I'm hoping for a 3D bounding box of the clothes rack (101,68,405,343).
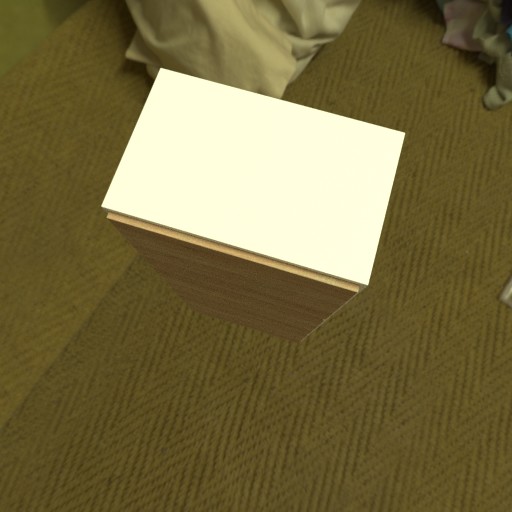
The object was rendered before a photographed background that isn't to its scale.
[{"bbox_3d":[0.000,0.000,1.400,0.500,1.187,0.331,16,75,5],"label":"clothes rack"}]
